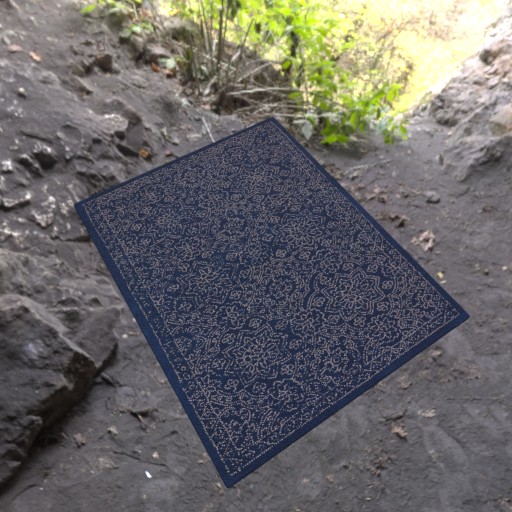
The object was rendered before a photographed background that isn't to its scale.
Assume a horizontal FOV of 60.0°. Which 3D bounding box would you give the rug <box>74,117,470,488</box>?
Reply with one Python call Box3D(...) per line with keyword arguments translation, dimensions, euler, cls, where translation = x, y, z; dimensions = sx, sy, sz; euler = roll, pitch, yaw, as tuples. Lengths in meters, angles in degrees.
Box3D(translation=(0.000, 0.000, 4.147), dimensions=(2.438, 0.010, 3.048), euler=(-29, 62, -17), cls="rug")
